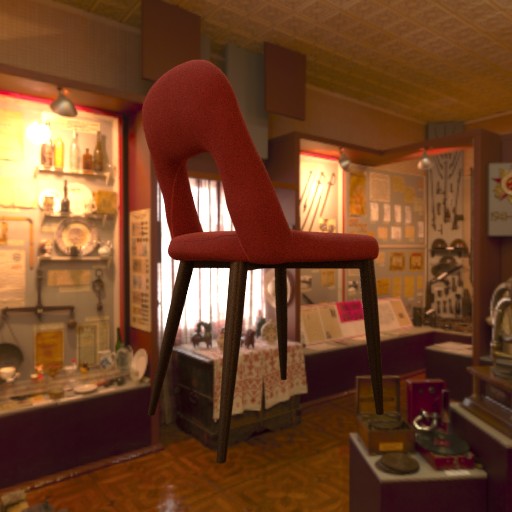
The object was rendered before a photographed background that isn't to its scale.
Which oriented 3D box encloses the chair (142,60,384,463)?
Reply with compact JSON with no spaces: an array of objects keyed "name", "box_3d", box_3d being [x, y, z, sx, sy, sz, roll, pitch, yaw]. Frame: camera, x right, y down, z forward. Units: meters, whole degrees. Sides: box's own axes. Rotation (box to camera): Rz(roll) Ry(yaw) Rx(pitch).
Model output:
[{"name":"chair","box_3d":[0.000,0.000,1.230,0.569,0.892,0.483,0,0,-36]}]
